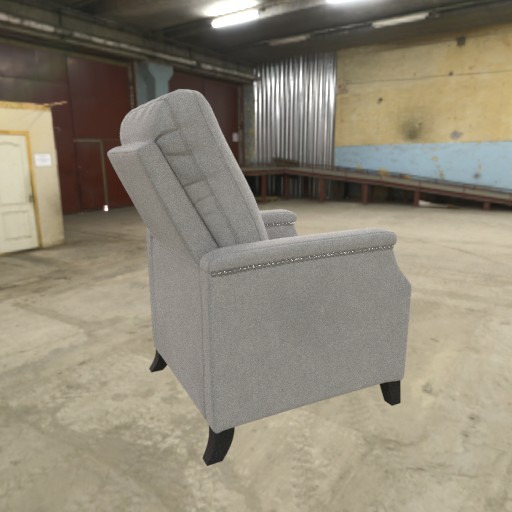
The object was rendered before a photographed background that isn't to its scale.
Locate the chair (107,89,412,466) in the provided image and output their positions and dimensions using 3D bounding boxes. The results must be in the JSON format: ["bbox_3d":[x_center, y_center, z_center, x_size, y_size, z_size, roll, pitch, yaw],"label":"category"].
[{"bbox_3d":[0.000,0.000,1.616,0.922,1.049,0.710,-6,14,-26],"label":"chair"}]
